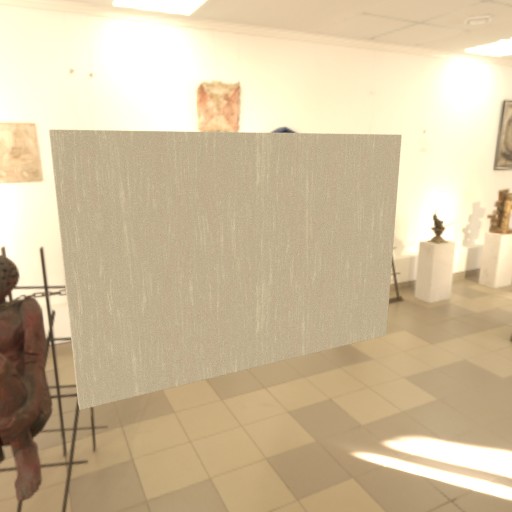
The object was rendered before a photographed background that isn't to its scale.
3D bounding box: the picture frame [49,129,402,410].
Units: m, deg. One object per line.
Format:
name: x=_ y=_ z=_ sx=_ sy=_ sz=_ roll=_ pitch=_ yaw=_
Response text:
picture frame: x=0.000 y=0.000 z=1.193 sx=0.950 sy=0.640 sz=0.029 roll=-7 pitch=16 yaw=-26
